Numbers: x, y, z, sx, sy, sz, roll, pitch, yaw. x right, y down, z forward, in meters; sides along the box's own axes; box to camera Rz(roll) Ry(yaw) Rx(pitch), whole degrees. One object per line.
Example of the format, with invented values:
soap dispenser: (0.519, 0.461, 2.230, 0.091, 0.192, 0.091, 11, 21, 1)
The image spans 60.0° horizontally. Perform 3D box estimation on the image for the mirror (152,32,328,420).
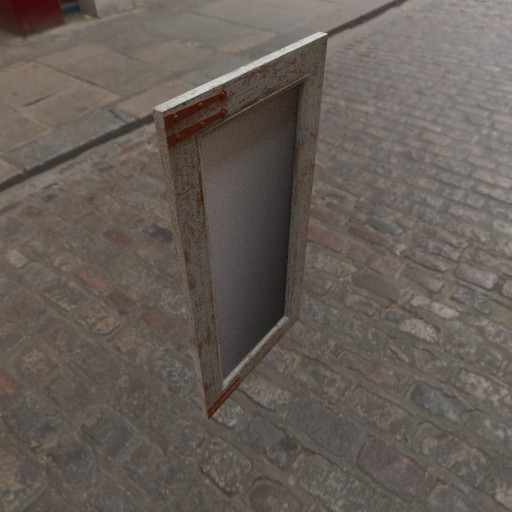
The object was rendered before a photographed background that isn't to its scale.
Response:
mirror: (0.000, 0.000, 1.100, 0.027, 0.922, 0.472, 27, 49, 27)
